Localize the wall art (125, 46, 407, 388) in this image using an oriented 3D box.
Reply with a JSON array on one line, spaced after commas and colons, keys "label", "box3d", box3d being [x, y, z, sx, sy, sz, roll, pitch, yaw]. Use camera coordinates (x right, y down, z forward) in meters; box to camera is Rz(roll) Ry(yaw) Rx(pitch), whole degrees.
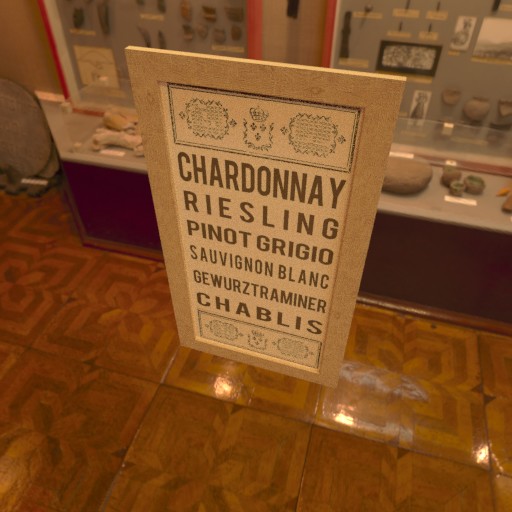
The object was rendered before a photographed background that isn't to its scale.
[{"label": "wall art", "box3d": [0.000, 0.000, 0.807, 0.381, 0.683, 0.013, 12, 44, 13]}]
